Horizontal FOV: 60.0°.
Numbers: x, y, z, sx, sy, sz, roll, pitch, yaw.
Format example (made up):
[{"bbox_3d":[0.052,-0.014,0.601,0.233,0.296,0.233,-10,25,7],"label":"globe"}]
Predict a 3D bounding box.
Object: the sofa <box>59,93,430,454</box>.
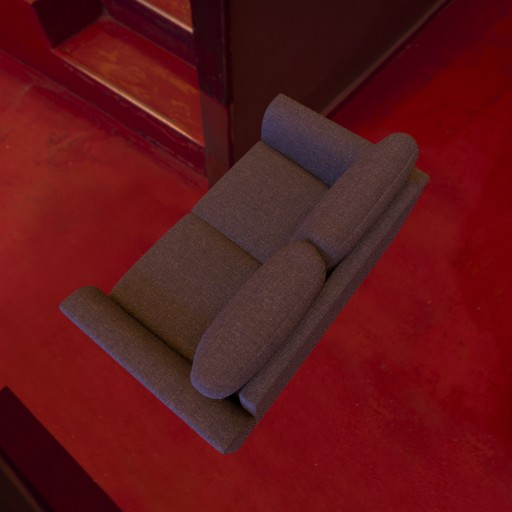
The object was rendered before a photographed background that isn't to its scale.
[{"bbox_3d":[0.000,0.000,1.979,0.851,0.885,1.423,35,69,16],"label":"sofa"}]
